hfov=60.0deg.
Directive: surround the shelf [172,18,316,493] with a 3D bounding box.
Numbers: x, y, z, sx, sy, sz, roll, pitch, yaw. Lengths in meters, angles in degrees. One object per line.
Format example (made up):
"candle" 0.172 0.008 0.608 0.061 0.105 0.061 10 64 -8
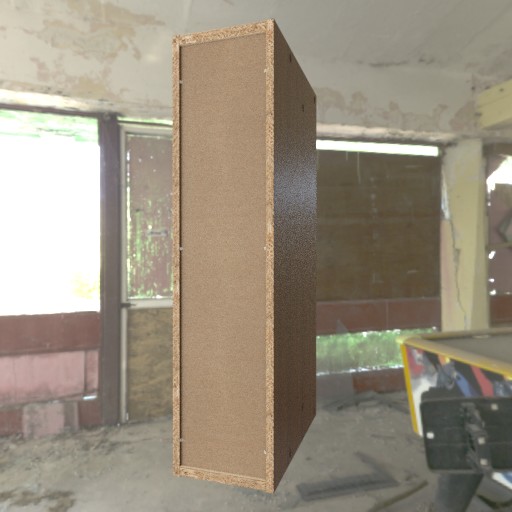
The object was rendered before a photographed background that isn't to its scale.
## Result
"shelf" 0.000 0.000 0.720 0.147 0.600 0.290 0 0 18
